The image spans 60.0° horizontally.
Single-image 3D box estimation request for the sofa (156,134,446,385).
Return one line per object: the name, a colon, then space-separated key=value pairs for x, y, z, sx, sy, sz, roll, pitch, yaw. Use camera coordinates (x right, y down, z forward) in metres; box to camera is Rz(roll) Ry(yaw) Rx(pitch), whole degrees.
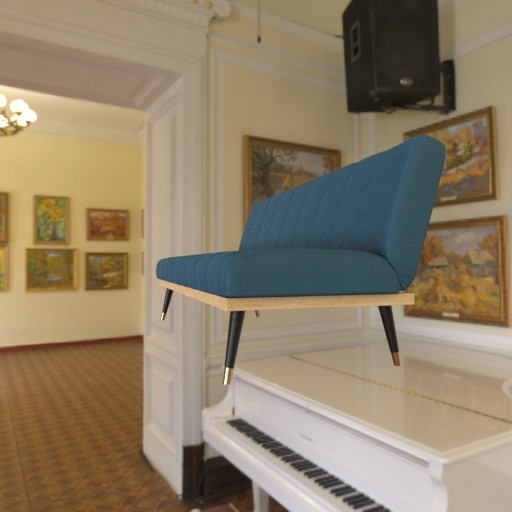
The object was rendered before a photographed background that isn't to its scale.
sofa: x=0.000 y=0.000 z=2.281 sx=0.830 sy=0.825 sz=1.810 roll=0 pitch=-1 yaw=-19
